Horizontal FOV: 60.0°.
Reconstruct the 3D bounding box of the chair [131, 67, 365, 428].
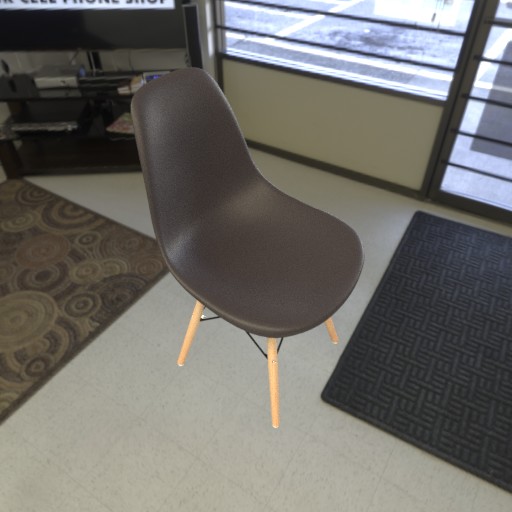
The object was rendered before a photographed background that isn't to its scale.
[{"bbox_3d":[0.000,0.000,1.169,0.533,0.825,0.470,25,48,25],"label":"chair"}]
